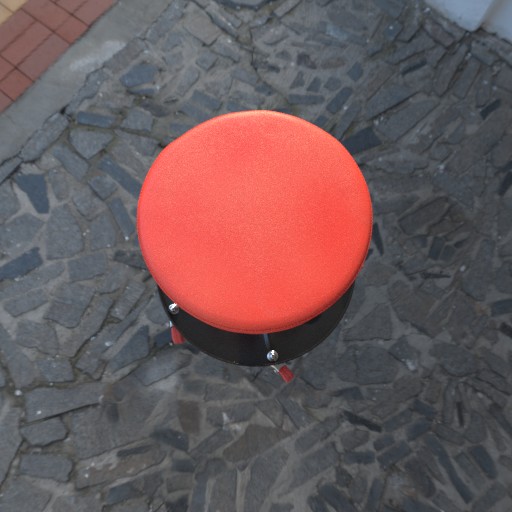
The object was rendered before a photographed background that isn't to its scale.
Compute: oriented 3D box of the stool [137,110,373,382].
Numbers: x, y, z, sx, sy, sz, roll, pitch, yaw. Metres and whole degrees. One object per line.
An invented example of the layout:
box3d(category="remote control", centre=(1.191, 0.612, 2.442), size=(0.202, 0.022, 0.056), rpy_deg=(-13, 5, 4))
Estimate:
box3d(category="stool", centre=(0.000, 0.000, 0.680), size=(0.381, 0.365, 0.382), rpy_deg=(-33, 78, -8))
